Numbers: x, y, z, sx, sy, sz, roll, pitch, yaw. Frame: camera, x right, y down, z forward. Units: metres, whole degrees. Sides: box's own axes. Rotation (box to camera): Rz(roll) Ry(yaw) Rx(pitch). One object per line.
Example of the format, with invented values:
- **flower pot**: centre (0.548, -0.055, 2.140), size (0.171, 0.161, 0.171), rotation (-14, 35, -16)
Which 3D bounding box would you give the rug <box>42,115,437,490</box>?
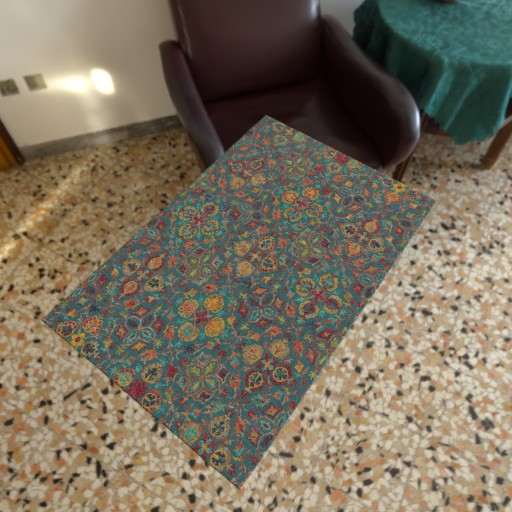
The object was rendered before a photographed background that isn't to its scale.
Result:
- **rug**: centre (0.000, 0.000, 2.338), size (1.216, 0.014, 1.836), rotation (32, 63, 19)
